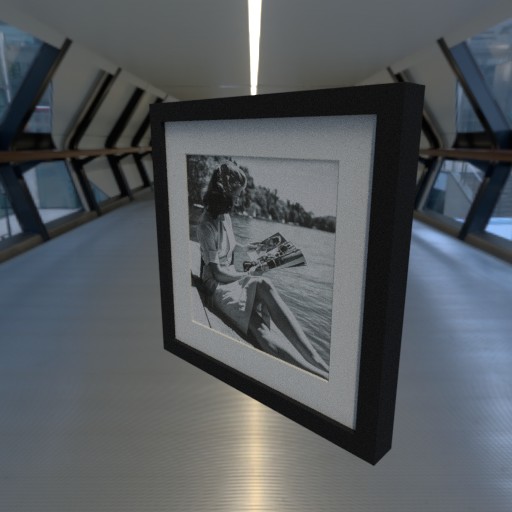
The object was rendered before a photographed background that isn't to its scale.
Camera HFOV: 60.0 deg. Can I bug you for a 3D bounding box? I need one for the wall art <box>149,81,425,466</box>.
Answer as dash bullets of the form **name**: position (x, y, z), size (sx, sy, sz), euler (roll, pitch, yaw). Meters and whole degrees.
- **wall art**: position (0.000, 0.000, 0.449), size (0.308, 0.305, 0.030), euler (14, 21, 42)
